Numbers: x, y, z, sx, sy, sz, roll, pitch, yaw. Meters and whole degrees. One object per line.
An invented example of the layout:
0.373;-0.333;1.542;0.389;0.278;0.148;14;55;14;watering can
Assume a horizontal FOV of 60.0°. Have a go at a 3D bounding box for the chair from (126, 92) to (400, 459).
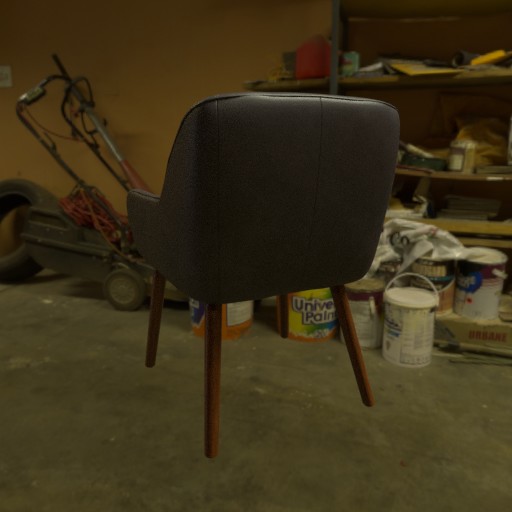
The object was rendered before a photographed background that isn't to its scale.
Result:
0.000;0.000;1.276;0.610;0.828;0.610;-7;15;-26;chair
